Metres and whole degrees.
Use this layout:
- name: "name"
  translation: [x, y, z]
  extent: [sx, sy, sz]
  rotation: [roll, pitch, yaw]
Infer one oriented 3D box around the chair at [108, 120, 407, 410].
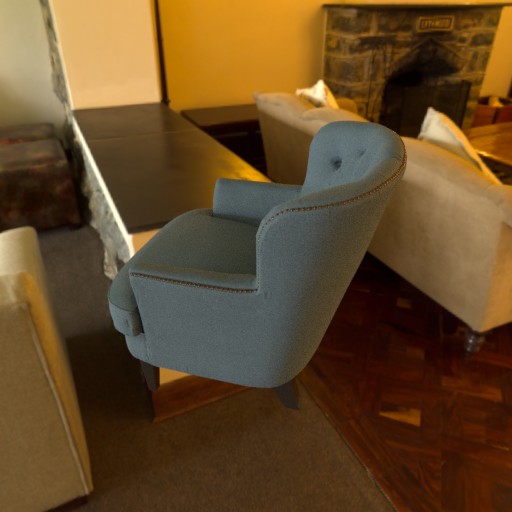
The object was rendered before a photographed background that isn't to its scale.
- name: "chair"
  translation: [0.000, 0.000, 1.589]
  extent: [0.906, 0.868, 0.848]
  rotation: [8, 31, 14]
